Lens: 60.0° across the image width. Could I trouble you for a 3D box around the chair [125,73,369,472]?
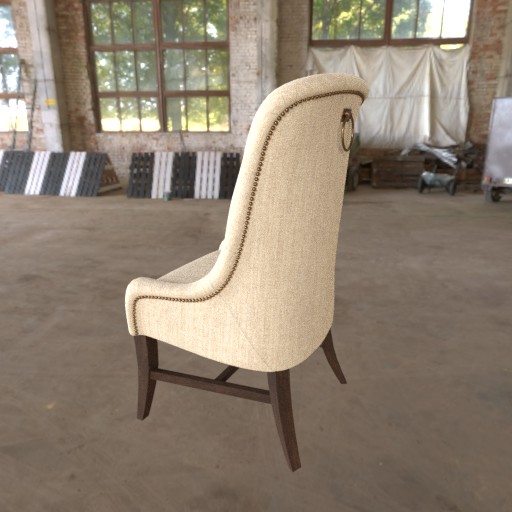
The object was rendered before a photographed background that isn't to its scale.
[{"bbox_3d":[0.000,0.000,1.462,0.629,1.091,0.634,9,19,26],"label":"chair"}]
